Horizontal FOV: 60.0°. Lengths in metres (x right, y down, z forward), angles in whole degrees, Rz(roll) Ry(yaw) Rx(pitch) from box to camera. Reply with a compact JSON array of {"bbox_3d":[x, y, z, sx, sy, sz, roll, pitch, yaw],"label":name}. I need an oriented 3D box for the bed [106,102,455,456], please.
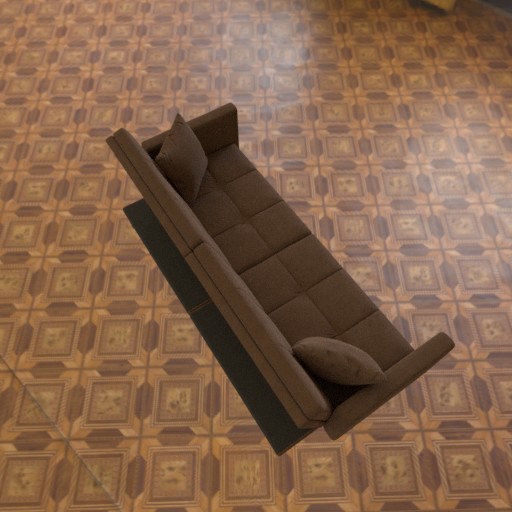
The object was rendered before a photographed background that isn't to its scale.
[{"bbox_3d":[0.000,0.000,2.374,0.889,0.787,1.905,-30,64,-16],"label":"bed"}]
